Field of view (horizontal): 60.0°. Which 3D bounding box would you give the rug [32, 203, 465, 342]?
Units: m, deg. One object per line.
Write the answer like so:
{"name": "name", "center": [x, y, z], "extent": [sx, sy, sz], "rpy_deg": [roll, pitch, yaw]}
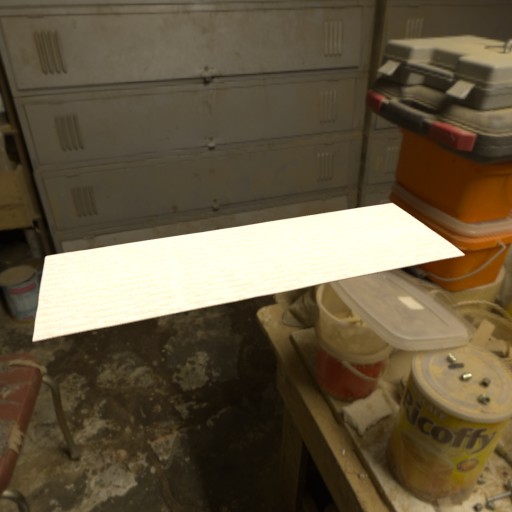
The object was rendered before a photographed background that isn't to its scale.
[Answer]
{"name": "rug", "center": [0.000, 0.000, 2.701], "extent": [2.450, 0.014, 0.793], "rpy_deg": [-10, 33, -15]}
